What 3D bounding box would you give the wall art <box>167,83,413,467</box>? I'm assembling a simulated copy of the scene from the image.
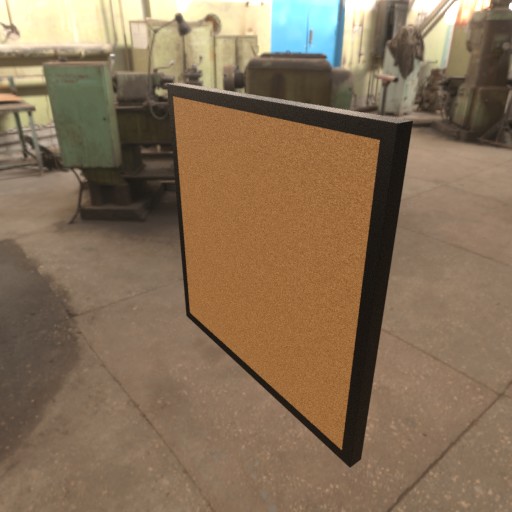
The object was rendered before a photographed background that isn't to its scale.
[{"bbox_3d":[0.000,0.000,1.121,0.038,0.762,0.762,-19,32,-33],"label":"wall art"}]
